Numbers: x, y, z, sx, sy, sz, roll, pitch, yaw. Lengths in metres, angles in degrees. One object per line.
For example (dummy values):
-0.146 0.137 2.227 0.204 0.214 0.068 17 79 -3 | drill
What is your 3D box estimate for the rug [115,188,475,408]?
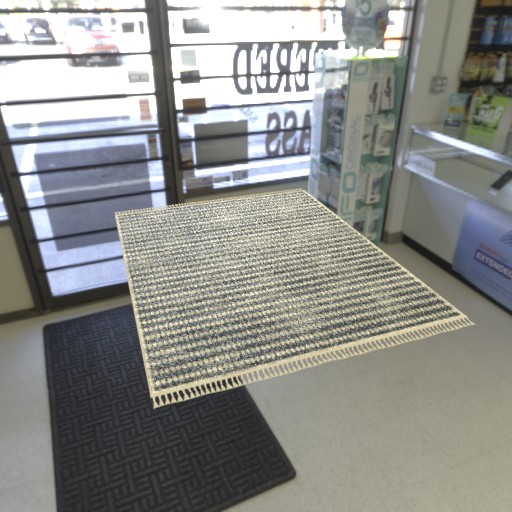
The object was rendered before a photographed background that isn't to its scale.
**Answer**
0.000 0.000 3.988 2.256 0.013 2.910 -10 30 -17 | rug
